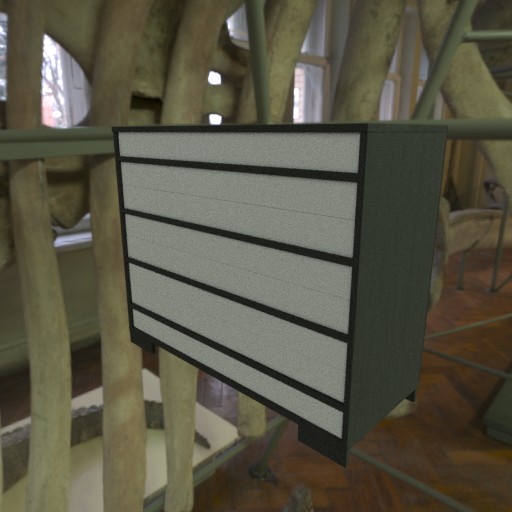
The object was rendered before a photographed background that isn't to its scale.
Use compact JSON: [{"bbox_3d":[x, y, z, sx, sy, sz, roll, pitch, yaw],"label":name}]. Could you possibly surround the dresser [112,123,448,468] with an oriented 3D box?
[{"bbox_3d":[0.000,0.000,1.449,0.994,0.816,0.404,15,21,42],"label":"dresser"}]
